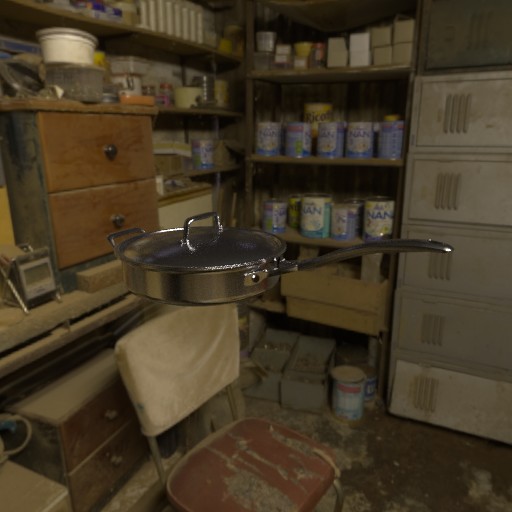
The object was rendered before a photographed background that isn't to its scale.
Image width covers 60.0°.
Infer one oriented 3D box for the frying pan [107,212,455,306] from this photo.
[{"bbox_3d":[0.000,0.000,0.691,0.561,0.114,0.280,8,17,27],"label":"frying pan"}]
